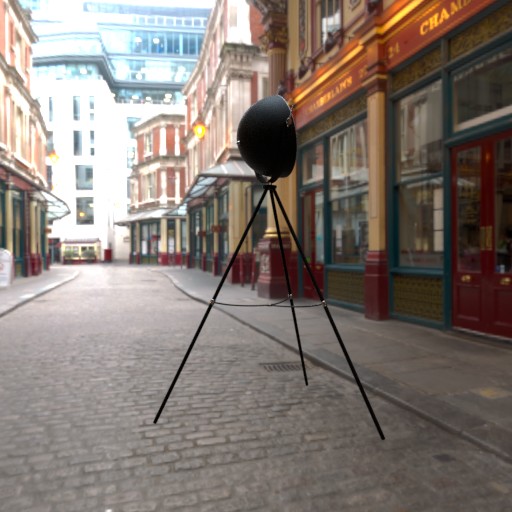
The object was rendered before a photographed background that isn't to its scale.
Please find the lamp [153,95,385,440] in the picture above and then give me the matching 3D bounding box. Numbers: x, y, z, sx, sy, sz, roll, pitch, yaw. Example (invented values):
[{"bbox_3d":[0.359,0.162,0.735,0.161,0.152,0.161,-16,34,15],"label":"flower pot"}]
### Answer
[{"bbox_3d":[0.000,0.000,2.065,0.920,1.512,0.817,0,0,-19],"label":"lamp"}]
